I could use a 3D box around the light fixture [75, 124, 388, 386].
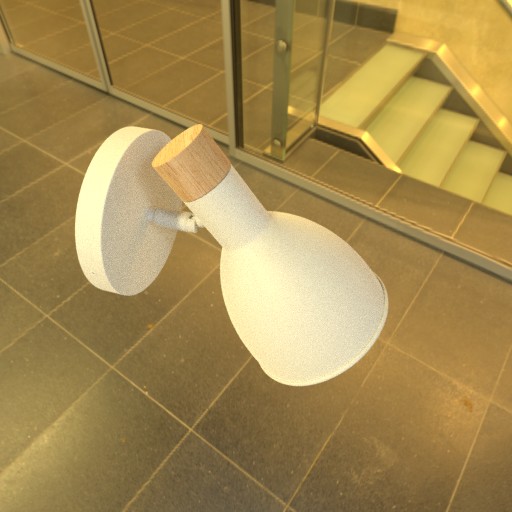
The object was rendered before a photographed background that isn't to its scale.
[{"bbox_3d":[0.000,0.000,0.335,0.209,0.199,0.127,12,49,11],"label":"light fixture"}]
